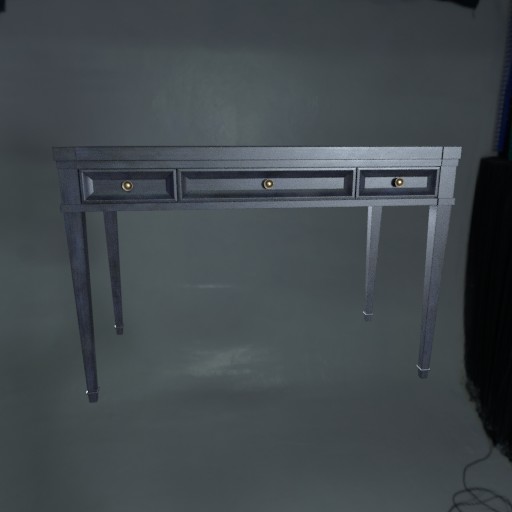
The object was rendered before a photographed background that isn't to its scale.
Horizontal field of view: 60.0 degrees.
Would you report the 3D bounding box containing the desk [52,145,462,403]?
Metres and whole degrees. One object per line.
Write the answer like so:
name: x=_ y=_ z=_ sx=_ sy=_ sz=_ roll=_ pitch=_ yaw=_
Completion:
desk: x=0.000 y=0.000 z=1.790 sx=1.289 sy=0.861 sz=0.630 roll=-2 pitch=14 yaw=-7
